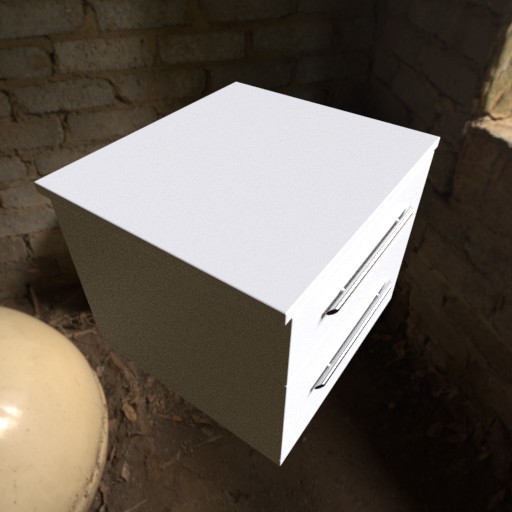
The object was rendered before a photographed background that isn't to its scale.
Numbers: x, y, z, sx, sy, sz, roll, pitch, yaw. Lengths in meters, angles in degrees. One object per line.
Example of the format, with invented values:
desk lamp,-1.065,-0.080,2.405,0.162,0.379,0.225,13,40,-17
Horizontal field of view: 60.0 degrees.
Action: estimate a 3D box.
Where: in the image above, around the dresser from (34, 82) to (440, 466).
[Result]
dresser,0.000,0.000,0.735,0.400,0.360,0.430,25,48,26
